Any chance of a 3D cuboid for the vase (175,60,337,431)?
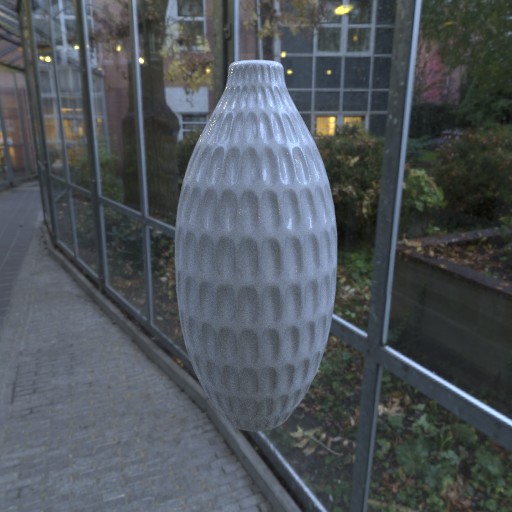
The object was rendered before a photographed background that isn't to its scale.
[{"bbox_3d":[0.000,0.000,0.351,0.127,0.282,0.127,0,16,0],"label":"vase"}]
